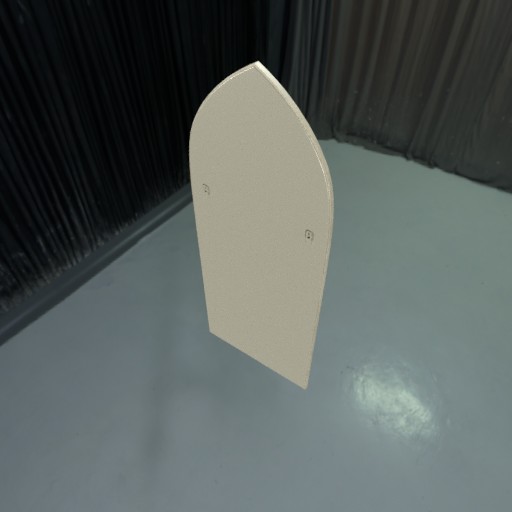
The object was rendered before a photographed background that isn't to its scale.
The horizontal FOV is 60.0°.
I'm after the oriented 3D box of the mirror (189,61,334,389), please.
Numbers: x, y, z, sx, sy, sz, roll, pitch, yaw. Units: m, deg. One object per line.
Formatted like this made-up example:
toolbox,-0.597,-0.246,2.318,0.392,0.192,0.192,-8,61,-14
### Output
mirror,0.000,0.000,1.360,0.464,1.175,0.025,26,51,23
